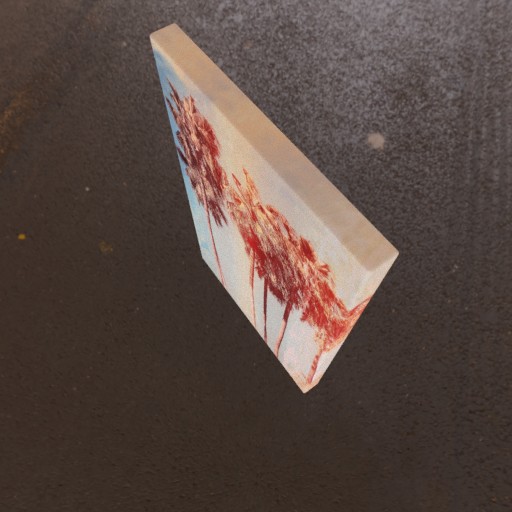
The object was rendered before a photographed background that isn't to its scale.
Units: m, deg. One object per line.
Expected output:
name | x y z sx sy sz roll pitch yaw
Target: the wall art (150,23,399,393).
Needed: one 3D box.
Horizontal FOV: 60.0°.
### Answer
wall art | 0.000 0.000 0.747 0.038 0.610 0.401 -33 68 -15
